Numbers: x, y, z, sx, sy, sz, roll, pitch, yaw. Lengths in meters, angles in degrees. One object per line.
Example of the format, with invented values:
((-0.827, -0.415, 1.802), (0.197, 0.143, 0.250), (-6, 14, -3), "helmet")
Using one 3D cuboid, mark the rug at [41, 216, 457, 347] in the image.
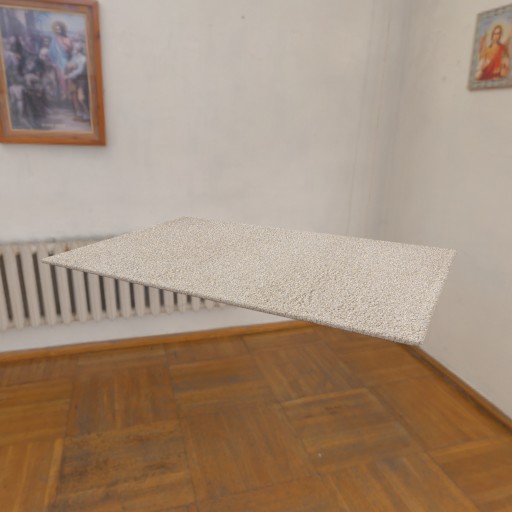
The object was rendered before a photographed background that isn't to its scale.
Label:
((0.000, 0.000, 3.460), (2.743, 0.030, 1.778), (9, 19, 27), "rug")
